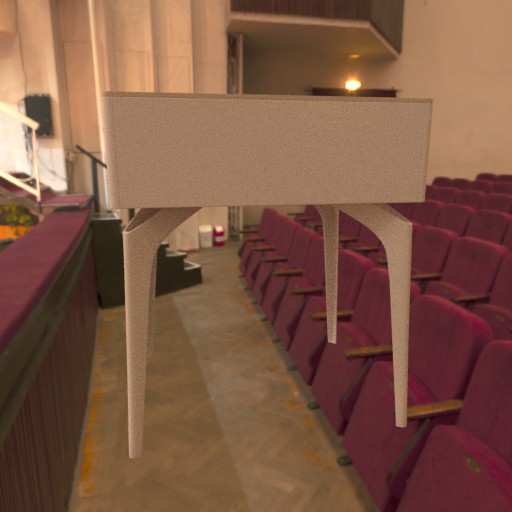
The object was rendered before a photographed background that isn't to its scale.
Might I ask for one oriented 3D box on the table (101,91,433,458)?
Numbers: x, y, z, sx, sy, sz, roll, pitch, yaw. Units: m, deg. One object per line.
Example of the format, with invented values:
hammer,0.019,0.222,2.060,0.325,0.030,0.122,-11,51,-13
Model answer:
table,0.000,0.000,0.894,0.500,0.570,0.400,-2,13,-10
